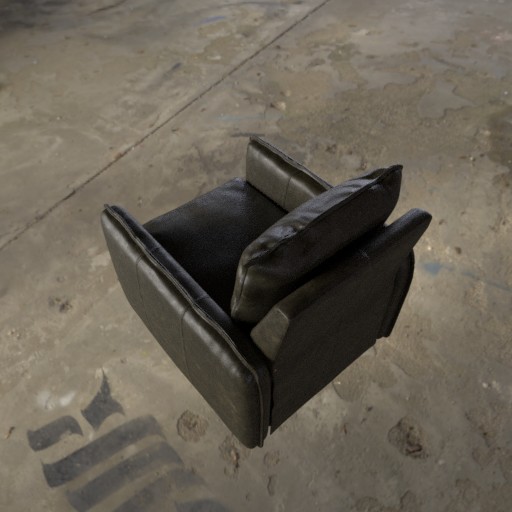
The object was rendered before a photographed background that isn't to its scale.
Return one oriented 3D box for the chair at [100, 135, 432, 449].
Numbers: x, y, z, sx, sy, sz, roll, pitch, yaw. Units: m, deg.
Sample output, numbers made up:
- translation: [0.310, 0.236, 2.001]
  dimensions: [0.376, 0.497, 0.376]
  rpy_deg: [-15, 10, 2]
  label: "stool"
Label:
- translation: [0.000, 0.000, 1.642]
  dimensions: [0.830, 0.921, 0.921]
  rpy_deg: [-32, 55, -26]
  label: "chair"
